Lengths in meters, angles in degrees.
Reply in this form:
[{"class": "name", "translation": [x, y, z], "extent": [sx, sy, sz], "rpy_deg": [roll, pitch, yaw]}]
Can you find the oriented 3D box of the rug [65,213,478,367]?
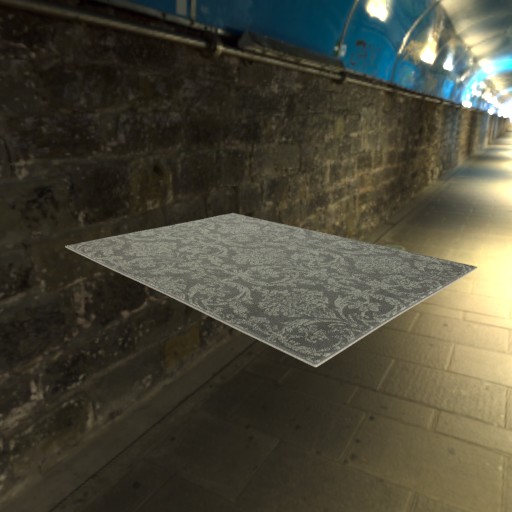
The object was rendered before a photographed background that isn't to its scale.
[{"class": "rug", "translation": [0.000, 0.000, 2.887], "extent": [1.578, 0.014, 2.206], "rpy_deg": [-17, 24, -42]}]
